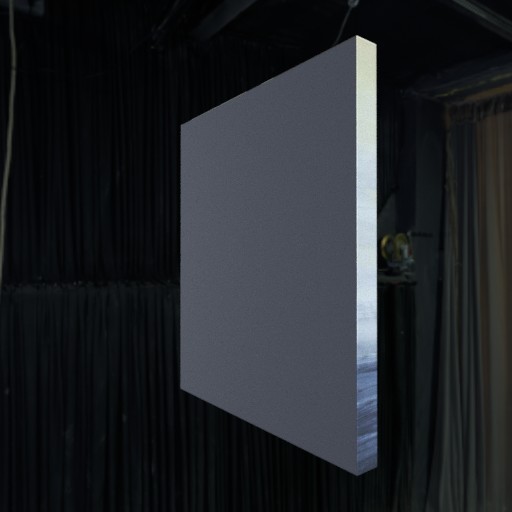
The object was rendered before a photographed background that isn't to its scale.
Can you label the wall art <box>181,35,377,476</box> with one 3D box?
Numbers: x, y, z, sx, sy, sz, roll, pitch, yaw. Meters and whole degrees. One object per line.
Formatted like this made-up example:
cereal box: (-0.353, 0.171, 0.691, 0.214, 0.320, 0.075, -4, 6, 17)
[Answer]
wall art: (0.000, 0.000, 0.698, 0.037, 0.511, 0.435, 0, -1, -37)
